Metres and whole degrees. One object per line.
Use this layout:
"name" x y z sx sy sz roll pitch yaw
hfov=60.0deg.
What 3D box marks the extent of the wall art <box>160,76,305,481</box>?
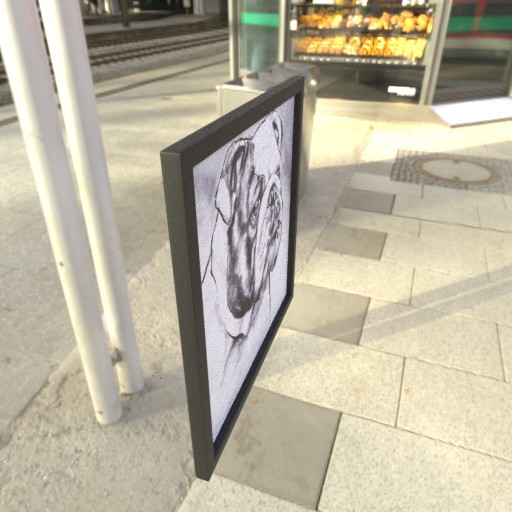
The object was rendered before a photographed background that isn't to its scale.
"wall art" 0.000 0.000 0.675 0.022 0.453 0.456 10 31 16
